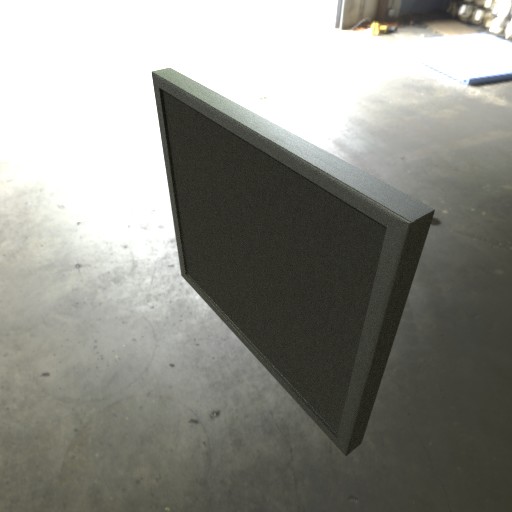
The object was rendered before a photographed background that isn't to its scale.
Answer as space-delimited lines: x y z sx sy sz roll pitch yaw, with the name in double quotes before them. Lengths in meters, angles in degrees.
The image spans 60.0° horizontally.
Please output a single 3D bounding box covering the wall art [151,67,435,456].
"wall art" 0.000 0.000 0.522 0.028 0.330 0.380 -26 47 -27
